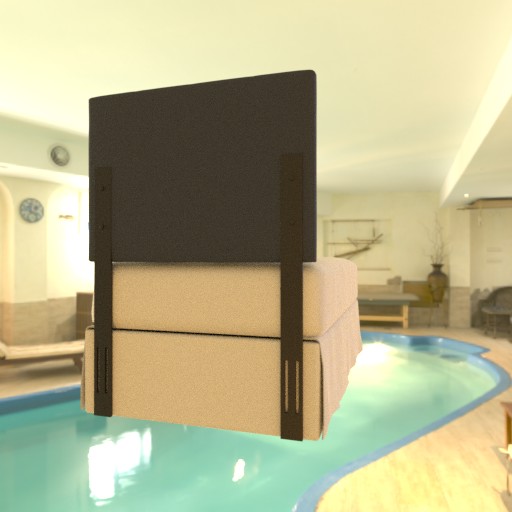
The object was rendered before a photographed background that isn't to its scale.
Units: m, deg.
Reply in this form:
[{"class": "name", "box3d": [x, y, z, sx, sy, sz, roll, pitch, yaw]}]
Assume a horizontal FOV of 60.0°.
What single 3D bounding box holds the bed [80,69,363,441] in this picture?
[{"class": "bed", "box3d": [0.000, 0.000, 2.955, 1.261, 1.571, 1.997, 0, 0, 17]}]
